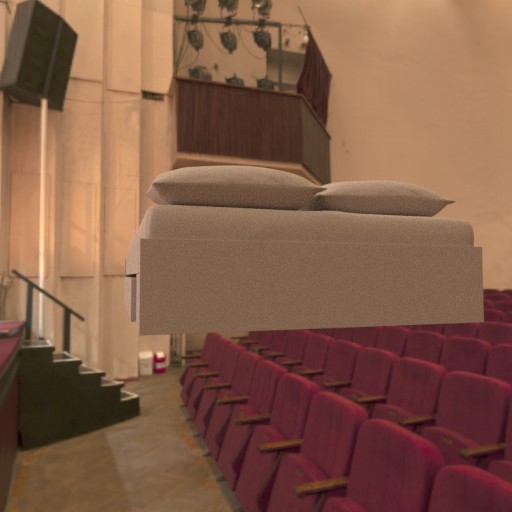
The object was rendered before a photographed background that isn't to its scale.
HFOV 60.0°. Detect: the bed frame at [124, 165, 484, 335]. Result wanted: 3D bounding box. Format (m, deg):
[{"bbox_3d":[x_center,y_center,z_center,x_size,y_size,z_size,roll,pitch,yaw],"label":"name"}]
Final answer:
[{"bbox_3d":[0.000,0.000,2.613,1.450,0.629,1.950,1,-3,-17],"label":"bed frame"}]
